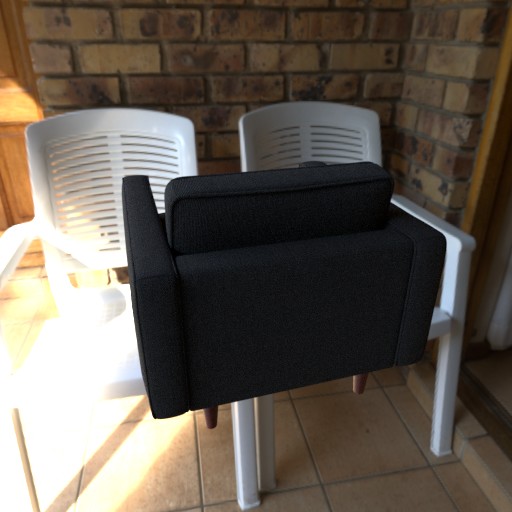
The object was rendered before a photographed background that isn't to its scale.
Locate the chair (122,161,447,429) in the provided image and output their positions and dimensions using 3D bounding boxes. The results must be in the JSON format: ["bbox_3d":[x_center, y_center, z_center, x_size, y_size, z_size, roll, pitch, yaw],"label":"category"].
[{"bbox_3d":[0.000,0.000,1.622,0.899,0.770,0.919,-8,28,-15],"label":"chair"}]
